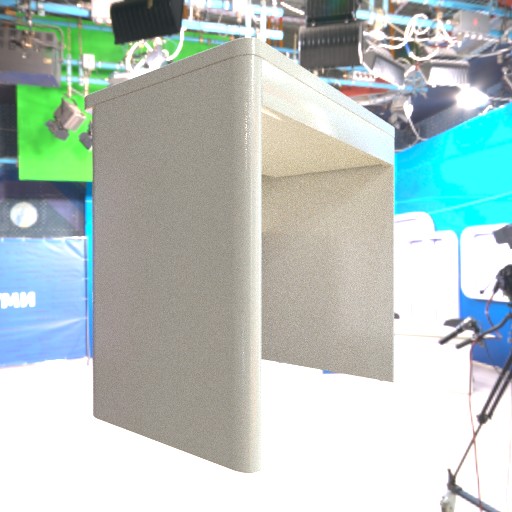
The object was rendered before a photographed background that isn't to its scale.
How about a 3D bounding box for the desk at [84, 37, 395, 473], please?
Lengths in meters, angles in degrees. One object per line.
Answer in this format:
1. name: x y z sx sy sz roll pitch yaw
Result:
1. desk: 0.000 0.000 1.262 0.549 0.800 0.762 0 0 37
